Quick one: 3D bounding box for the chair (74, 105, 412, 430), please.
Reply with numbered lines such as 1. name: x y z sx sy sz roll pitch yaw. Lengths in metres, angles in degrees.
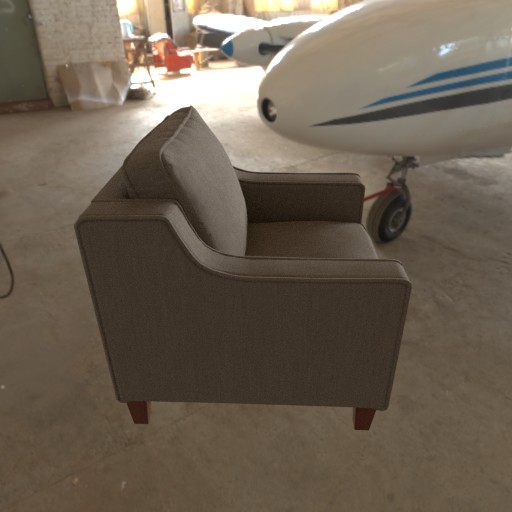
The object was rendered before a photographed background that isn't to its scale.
1. chair: 0.000 0.000 1.640 0.909 0.960 0.831 1 31 2
